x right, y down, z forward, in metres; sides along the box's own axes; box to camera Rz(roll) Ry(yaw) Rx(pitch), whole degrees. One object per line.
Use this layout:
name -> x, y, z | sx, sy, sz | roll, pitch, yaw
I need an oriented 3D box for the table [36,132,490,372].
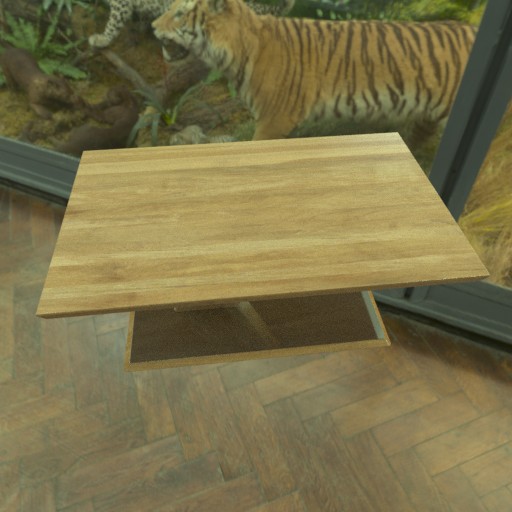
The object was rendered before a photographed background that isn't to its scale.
table -> 0.000, 0.000, 1.461 | 1.100, 0.441, 0.692 | -5, 46, -4
